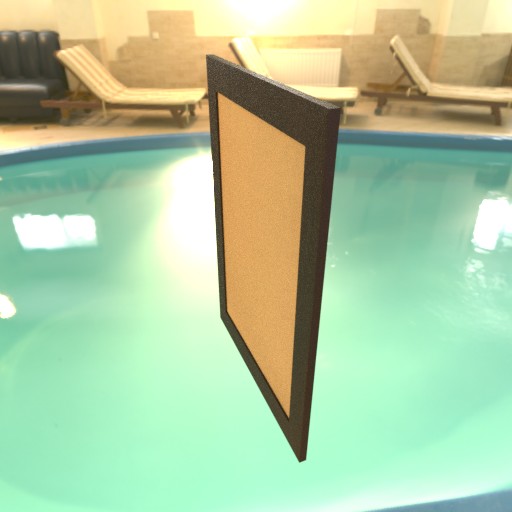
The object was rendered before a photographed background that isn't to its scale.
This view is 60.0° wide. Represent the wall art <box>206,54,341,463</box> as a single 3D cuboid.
[{"bbox_3d":[0.000,0.000,0.660,0.013,0.508,0.359,-12,34,-19],"label":"wall art"}]
